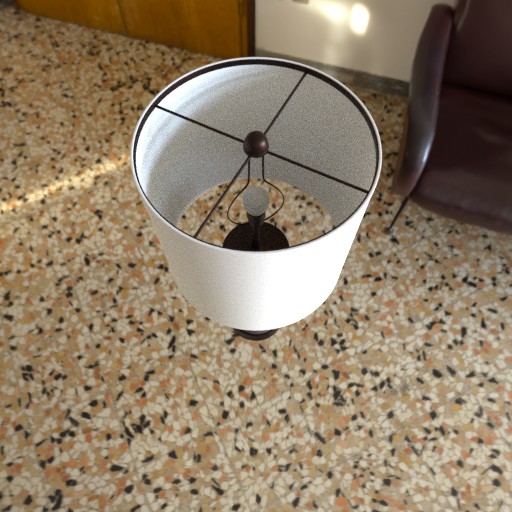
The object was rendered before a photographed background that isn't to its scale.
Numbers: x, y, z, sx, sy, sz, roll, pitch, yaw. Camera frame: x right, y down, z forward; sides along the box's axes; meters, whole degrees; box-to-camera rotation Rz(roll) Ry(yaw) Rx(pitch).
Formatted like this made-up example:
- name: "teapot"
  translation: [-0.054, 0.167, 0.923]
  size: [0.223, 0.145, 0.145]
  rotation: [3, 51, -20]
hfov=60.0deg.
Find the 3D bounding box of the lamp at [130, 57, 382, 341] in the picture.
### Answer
- name: "lamp"
  translation: [0.000, 0.000, 0.802]
  size: [0.301, 0.630, 0.301]
  rotation: [-16, 64, -8]
